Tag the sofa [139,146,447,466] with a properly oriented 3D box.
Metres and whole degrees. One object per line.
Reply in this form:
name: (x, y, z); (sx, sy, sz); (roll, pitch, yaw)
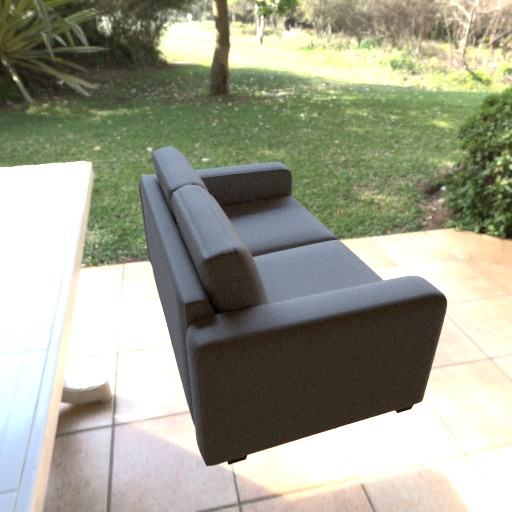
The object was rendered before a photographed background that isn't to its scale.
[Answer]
sofa: (0.000, 0.000, 2.078); (0.900, 0.800, 1.540); (-10, 31, -16)
